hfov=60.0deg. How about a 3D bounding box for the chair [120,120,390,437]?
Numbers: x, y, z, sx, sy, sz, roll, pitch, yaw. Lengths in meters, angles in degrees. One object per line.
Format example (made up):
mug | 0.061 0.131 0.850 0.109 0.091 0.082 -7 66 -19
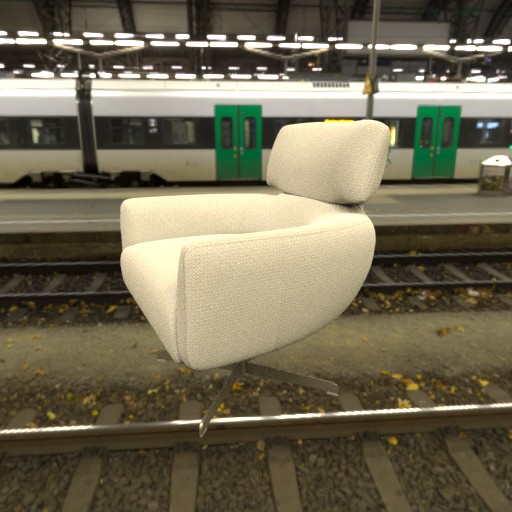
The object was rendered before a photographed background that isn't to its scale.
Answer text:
chair | 0.000 0.000 1.377 0.730 0.810 0.760 -7 17 -25
